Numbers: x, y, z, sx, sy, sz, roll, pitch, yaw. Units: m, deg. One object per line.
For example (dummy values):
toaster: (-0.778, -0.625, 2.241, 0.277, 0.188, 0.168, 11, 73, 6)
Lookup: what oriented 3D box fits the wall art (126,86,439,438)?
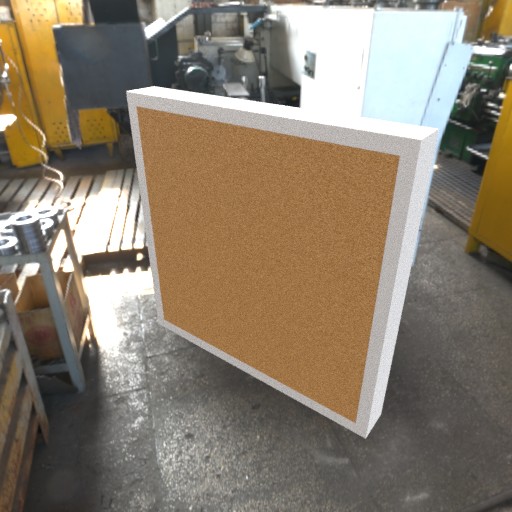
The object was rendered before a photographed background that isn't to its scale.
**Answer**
wall art: (0.000, 0.000, 0.463, 0.305, 0.302, 0.038, 21, 36, 31)
